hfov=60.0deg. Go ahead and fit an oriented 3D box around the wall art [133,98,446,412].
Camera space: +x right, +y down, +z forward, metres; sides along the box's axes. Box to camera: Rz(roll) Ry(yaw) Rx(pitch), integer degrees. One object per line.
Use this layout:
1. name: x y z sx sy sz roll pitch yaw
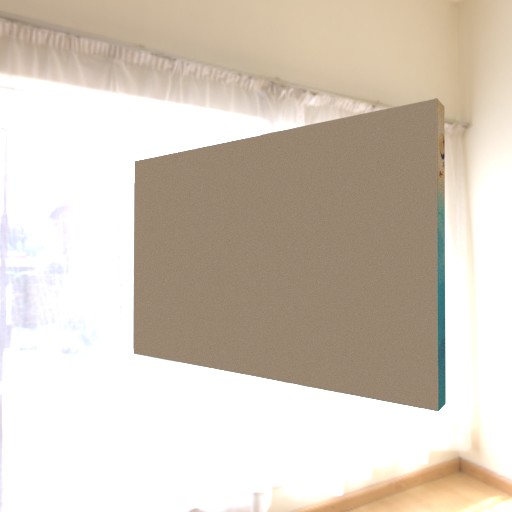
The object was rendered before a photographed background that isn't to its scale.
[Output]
1. wall art: 0.000 0.000 1.125 0.894 0.595 0.057 0 -1 36
